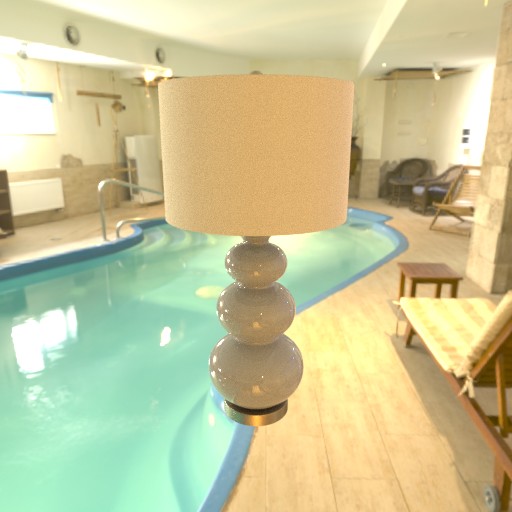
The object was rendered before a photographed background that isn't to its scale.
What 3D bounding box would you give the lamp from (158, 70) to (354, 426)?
[{"bbox_3d":[0.000,0.000,0.939,0.367,0.730,0.367,2,16,7],"label":"lamp"}]
